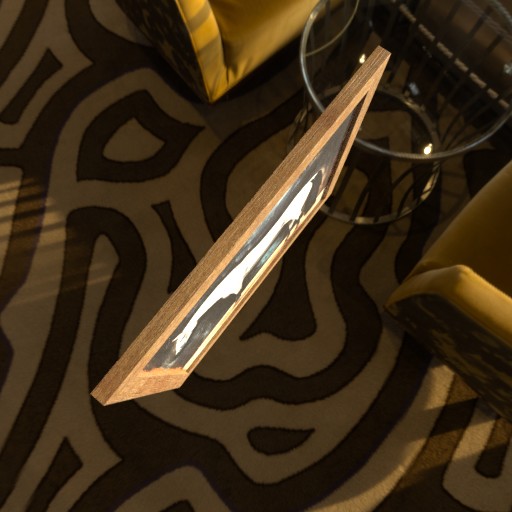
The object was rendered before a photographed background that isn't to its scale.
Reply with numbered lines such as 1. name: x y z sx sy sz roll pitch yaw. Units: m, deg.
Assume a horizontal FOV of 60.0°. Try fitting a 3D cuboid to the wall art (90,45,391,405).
1. wall art: 0.000 0.000 0.941 0.026 0.588 0.690 37 79 9
